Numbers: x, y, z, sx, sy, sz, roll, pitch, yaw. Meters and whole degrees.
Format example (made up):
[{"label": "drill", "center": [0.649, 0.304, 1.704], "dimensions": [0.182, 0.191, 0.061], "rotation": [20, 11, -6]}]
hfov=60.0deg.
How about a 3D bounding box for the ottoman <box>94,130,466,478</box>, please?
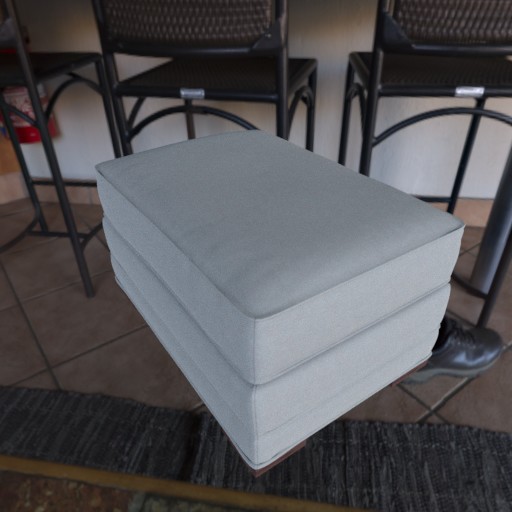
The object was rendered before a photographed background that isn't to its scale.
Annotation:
[{"label": "ottoman", "center": [0.000, 0.000, 1.220], "dimensions": [0.611, 0.482, 0.848], "rotation": [-21, 38, -28]}]
